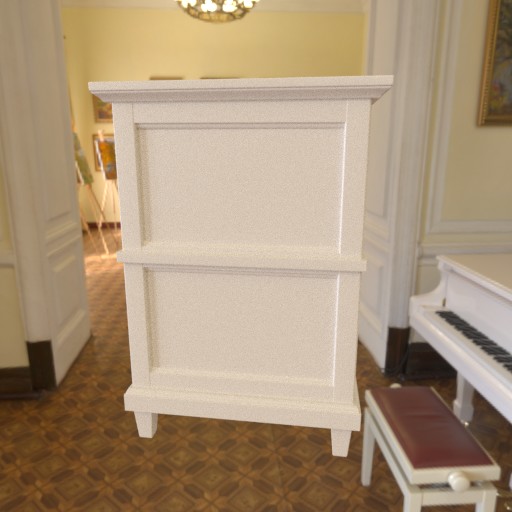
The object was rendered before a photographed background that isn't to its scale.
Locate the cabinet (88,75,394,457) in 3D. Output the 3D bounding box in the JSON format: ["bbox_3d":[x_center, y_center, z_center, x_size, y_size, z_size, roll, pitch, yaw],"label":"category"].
[{"bbox_3d":[0.000,0.000,1.132,0.547,0.775,0.544,2,14,8],"label":"cabinet"}]
